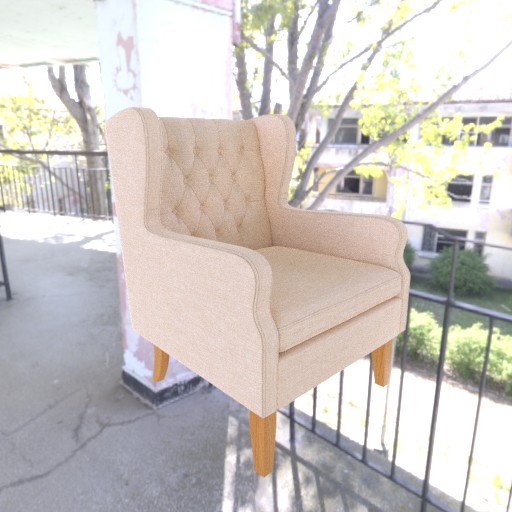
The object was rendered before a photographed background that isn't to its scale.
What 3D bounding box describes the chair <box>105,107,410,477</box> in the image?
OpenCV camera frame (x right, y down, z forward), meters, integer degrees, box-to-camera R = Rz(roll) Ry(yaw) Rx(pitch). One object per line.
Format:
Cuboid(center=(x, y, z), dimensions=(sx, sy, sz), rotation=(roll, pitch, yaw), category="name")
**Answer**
Cuboid(center=(0.000, 0.000, 1.473), dimensions=(0.710, 0.930, 0.760), rotation=(-15, 21, -43), category="chair")
